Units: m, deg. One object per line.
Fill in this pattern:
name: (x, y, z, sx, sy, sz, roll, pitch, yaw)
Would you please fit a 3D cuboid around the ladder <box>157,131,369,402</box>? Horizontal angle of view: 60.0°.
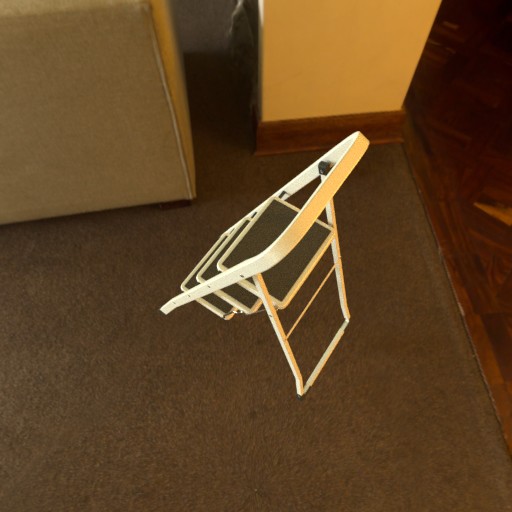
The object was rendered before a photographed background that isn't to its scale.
ladder: (0.000, 0.000, 1.433, 0.711, 1.050, 0.460, 31, 66, 15)
